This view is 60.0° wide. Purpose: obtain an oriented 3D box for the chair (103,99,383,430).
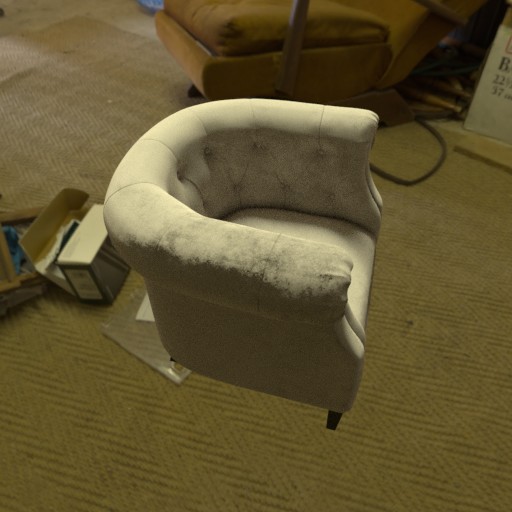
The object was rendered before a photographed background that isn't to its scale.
[{"bbox_3d":[0.000,0.000,1.578,0.851,0.826,0.904,11,46,11],"label":"chair"}]
